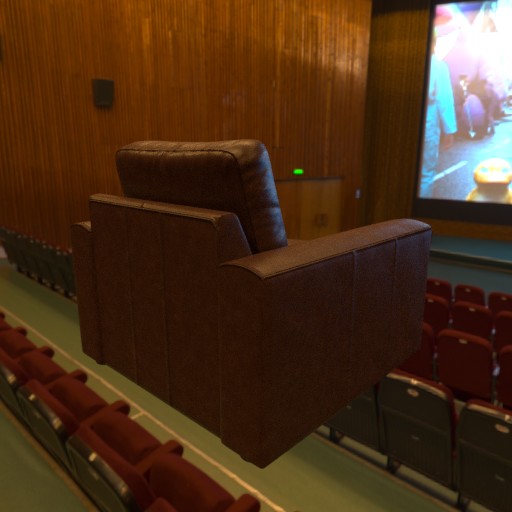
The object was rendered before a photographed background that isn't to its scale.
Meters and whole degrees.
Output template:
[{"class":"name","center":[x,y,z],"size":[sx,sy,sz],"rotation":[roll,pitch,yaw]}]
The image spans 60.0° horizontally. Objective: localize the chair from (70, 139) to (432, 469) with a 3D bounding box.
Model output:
[{"class":"chair","center":[0.000,0.000,1.736],"size":[1.005,0.873,1.016],"rotation":[13,19,42]}]
